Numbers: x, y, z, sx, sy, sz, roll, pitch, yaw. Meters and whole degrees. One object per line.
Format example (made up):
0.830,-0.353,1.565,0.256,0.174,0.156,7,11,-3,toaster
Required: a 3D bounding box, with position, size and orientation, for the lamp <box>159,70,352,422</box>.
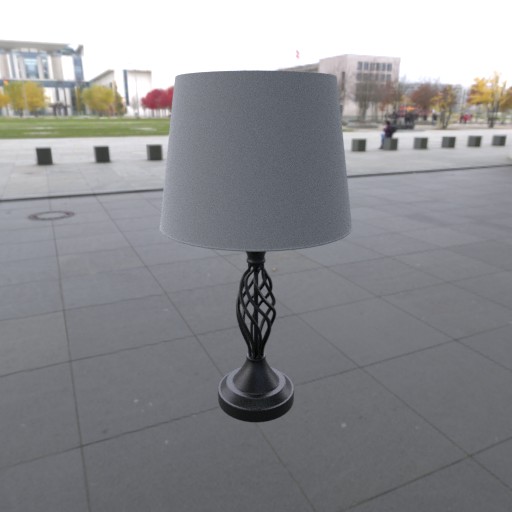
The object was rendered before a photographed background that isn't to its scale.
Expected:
0.000,0.000,0.793,0.331,0.594,0.331,0,18,0,lamp
